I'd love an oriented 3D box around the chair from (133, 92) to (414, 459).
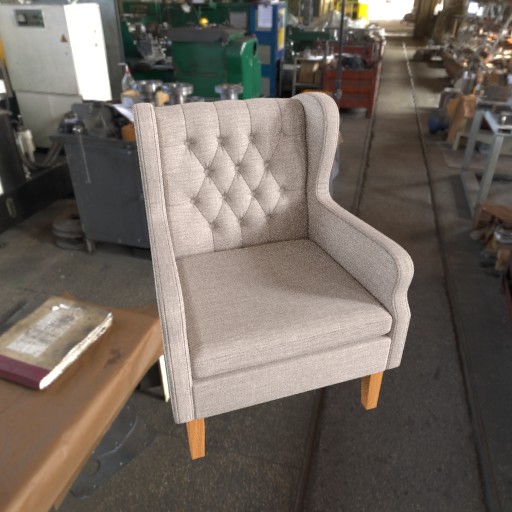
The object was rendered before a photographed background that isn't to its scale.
[{"bbox_3d":[0.000,0.000,1.478,0.710,0.930,0.760,-9,32,-16],"label":"chair"}]
